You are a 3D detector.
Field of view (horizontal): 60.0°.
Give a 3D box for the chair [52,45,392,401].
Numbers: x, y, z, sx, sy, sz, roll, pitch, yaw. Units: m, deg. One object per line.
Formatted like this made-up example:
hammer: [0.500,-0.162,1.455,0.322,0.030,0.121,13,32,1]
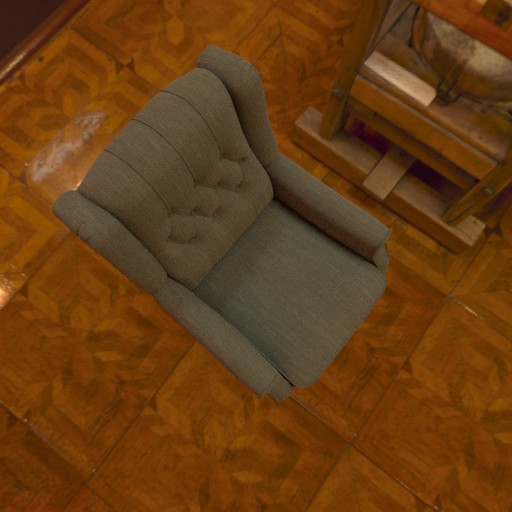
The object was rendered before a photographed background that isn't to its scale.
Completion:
chair: [0.000,0.000,1.602,0.898,1.035,0.742,39,80,9]
